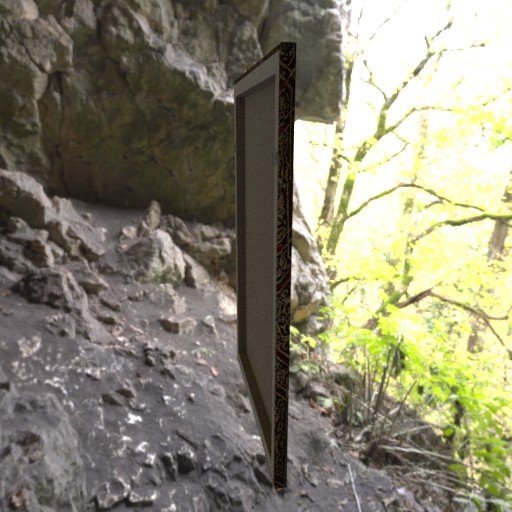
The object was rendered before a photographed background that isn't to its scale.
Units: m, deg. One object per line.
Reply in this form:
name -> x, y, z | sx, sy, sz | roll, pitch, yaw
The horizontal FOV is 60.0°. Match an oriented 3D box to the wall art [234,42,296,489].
wall art -> 0.000, 0.000, 0.758 | 0.020, 0.599, 0.397 | -3, 16, -10
